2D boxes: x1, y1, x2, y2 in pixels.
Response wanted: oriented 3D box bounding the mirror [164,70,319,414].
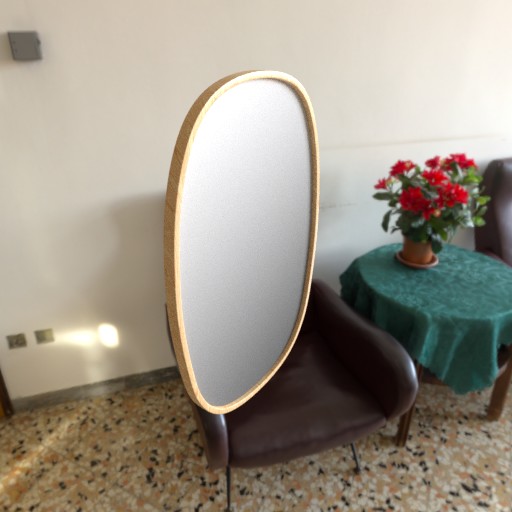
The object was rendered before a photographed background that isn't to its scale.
[{"bbox_3d":[0.000,0.000,1.389,0.037,1.075,0.724,18,31,32],"label":"mirror"}]
